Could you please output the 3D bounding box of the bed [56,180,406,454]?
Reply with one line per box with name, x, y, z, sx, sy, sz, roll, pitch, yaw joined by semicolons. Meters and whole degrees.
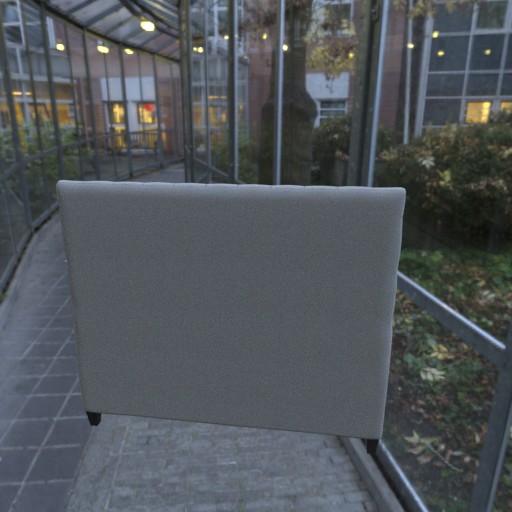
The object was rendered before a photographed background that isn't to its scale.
bed;0.000;0.000;3.375;1.698;1.427;2.387;3;18;8
